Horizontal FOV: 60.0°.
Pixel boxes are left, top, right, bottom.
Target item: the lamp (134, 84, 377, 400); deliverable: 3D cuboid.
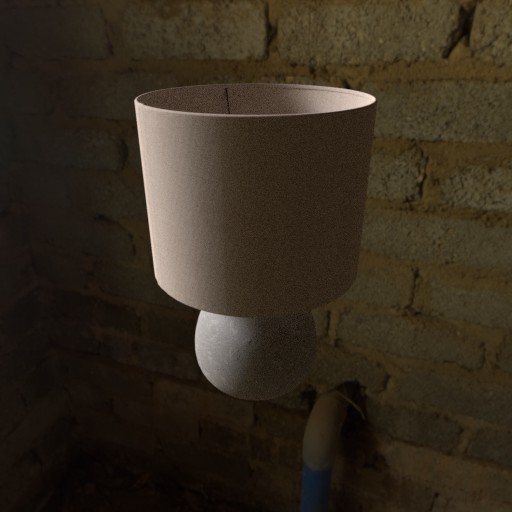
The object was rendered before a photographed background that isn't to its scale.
[{"bbox_3d":[0.000,0.000,0.596,0.269,0.409,0.269,-9,28,-17],"label":"lamp"}]
